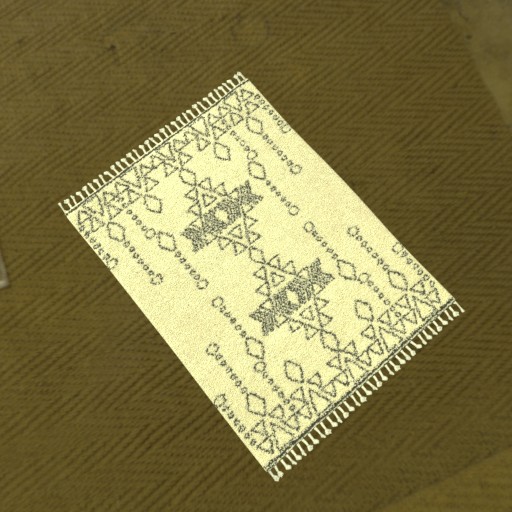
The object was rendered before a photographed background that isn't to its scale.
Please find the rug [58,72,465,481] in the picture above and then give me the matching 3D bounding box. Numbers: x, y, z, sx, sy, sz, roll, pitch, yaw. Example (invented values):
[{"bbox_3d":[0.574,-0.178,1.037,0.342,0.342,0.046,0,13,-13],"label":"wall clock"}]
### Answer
[{"bbox_3d":[0.000,0.000,3.878,2.125,0.028,3.027,-39,80,-8],"label":"rug"}]
